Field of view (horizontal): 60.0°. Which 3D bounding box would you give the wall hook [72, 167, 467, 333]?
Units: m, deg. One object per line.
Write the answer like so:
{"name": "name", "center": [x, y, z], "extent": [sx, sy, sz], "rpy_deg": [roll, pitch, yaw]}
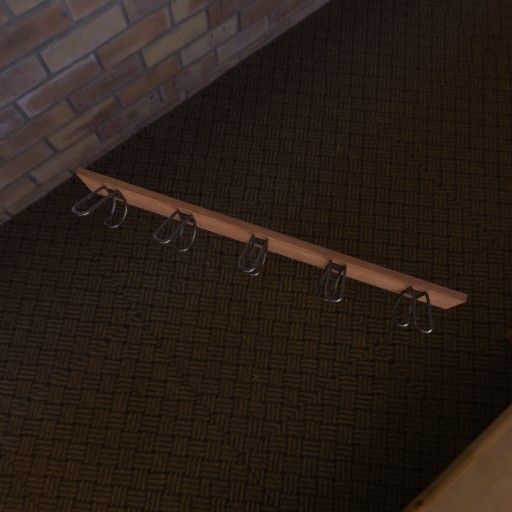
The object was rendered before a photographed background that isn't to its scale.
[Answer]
{"name": "wall hook", "center": [0.000, 0.000, 0.599], "extent": [0.554, 0.116, 0.076], "rpy_deg": [19, 75, 5]}
